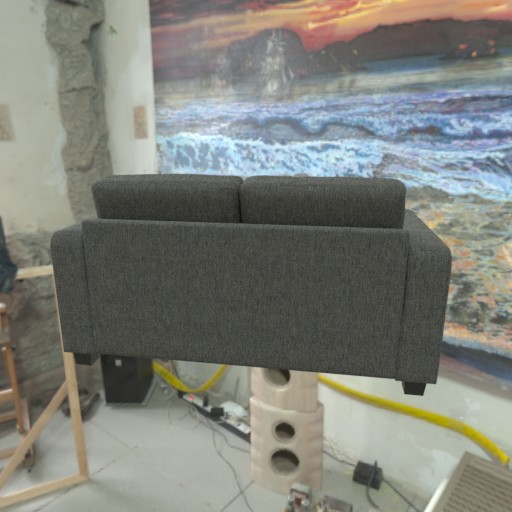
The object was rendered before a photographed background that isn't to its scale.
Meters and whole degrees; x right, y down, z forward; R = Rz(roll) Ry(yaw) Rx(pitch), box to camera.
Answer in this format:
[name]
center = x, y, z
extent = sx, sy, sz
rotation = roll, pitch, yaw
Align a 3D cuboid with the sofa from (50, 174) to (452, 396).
[sofa]
center = 0.000, 0.000, 2.068
extent = 1.520, 0.800, 0.900
rotation = 3, 16, 9
